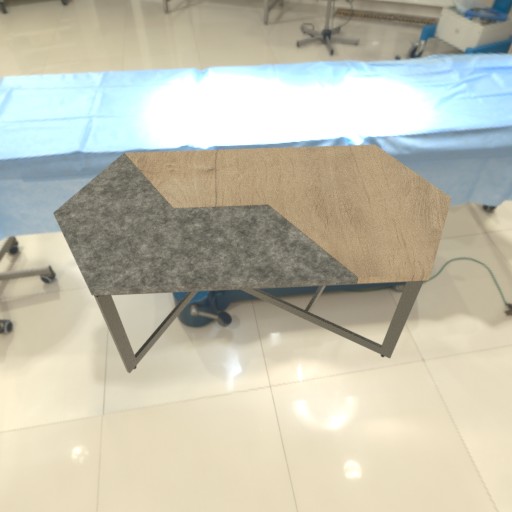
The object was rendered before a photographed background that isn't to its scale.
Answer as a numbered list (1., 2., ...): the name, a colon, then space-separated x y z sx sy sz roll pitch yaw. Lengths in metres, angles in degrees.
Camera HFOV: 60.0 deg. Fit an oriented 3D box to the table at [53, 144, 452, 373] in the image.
1. table: 0.000 0.000 1.520 1.219 0.457 0.609 -2 47 -2
